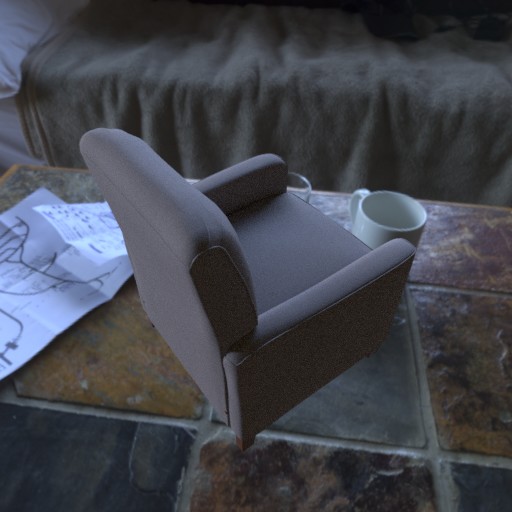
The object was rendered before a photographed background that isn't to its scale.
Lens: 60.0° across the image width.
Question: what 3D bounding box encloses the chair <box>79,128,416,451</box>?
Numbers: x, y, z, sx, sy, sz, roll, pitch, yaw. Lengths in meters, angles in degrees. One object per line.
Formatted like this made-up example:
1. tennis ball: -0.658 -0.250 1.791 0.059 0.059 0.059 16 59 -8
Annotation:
1. chair: 0.000 0.000 1.640 0.859 1.023 0.845 -27 50 -26
